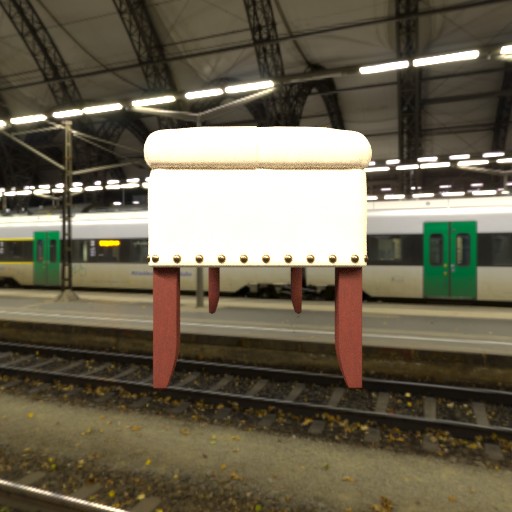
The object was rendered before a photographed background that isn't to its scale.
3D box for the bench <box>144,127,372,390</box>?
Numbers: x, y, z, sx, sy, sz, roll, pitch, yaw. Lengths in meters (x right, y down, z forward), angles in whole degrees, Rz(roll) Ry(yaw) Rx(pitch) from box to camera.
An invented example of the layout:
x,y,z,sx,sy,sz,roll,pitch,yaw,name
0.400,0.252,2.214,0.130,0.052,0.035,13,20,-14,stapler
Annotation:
x,y,z,sx,sy,sz,roll,pitch,yaw,name
0.000,0.000,1.281,0.400,0.470,1.054,0,0,0,bench
